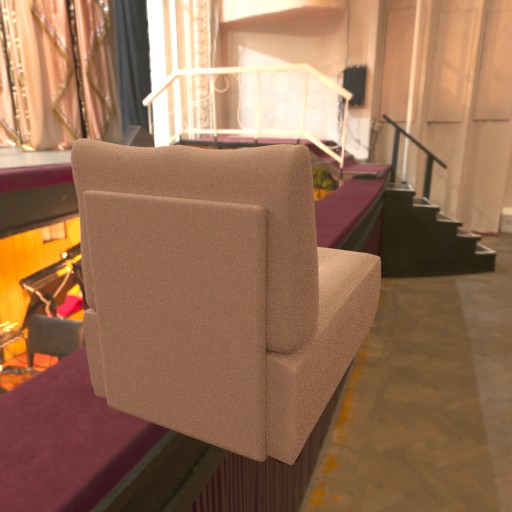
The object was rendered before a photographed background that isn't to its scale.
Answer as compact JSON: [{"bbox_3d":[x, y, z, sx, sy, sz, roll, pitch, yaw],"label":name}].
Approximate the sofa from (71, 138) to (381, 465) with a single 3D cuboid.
[{"bbox_3d":[0.000,0.000,1.564,0.700,0.820,1.000,8,19,25],"label":"sofa"}]
